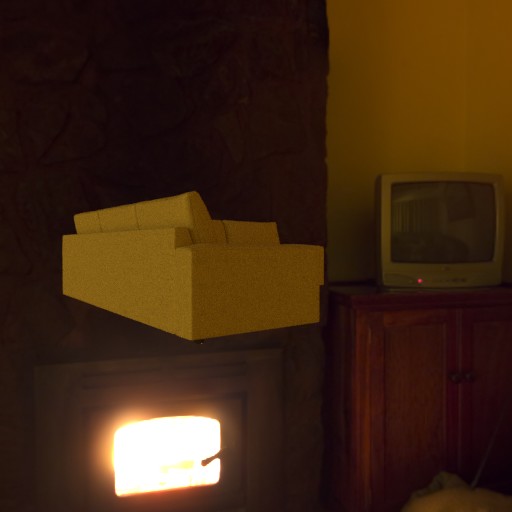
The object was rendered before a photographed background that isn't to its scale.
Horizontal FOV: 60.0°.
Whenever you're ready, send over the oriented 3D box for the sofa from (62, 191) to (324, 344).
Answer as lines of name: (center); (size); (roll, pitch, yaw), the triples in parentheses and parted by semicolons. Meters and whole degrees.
sofa: (0.000, 0.000, 4.046); (2.742, 0.800, 2.622); (-1, 2, -37)
